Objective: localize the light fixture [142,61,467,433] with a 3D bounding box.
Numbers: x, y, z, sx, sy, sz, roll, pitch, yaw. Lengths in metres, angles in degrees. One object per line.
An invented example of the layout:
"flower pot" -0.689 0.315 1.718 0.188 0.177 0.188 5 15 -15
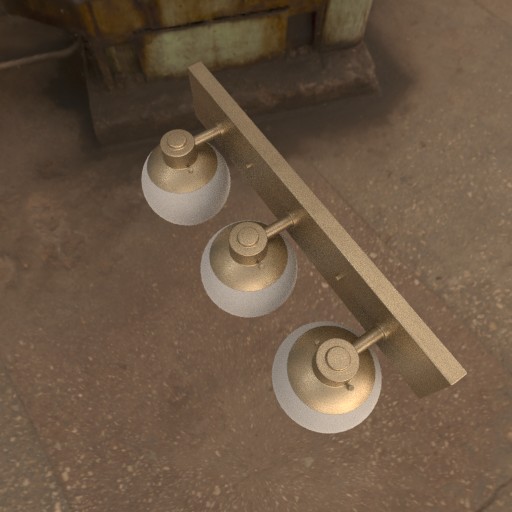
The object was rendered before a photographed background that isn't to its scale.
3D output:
"light fixture" 0.000 0.000 0.827 0.218 0.263 0.721 -31 68 -14
